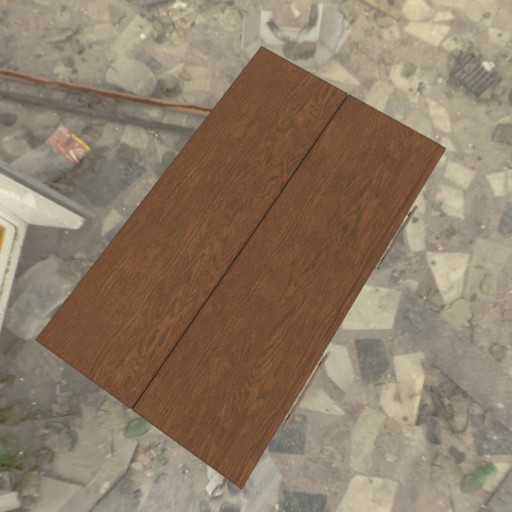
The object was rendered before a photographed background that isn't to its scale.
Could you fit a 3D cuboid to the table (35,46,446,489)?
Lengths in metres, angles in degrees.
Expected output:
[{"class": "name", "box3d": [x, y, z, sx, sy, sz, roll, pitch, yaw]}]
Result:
[{"class": "table", "box3d": [0.000, 0.000, 1.492, 0.719, 0.361, 1.167, 32, 77, 8]}]
